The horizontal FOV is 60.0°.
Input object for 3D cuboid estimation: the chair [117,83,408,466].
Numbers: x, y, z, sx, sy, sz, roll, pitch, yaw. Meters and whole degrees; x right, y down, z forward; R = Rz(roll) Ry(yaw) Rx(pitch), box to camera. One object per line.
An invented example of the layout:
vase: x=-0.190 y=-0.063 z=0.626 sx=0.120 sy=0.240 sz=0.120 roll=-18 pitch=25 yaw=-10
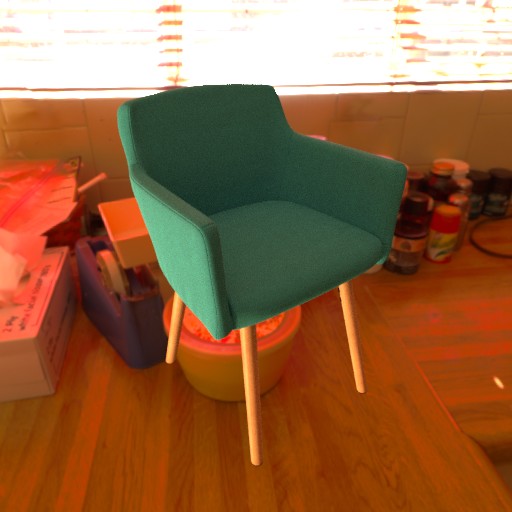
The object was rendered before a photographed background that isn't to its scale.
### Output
chair: x=0.000 y=0.000 z=1.153 sx=0.570 sy=0.780 sz=0.540 roll=-21 pitch=36 yaw=-32
